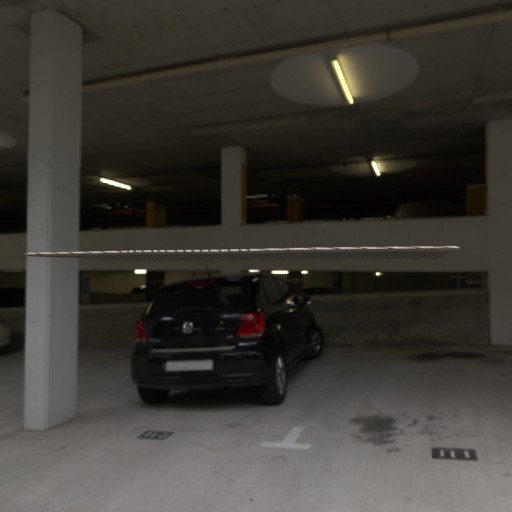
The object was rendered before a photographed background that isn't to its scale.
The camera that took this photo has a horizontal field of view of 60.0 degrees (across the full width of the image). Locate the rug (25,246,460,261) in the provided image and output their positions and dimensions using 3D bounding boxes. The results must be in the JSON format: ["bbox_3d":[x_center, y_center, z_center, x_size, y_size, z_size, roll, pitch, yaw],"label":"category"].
[{"bbox_3d":[0.000,0.000,2.315,1.842,0.019,1.237,-1,-2,20],"label":"rug"}]
